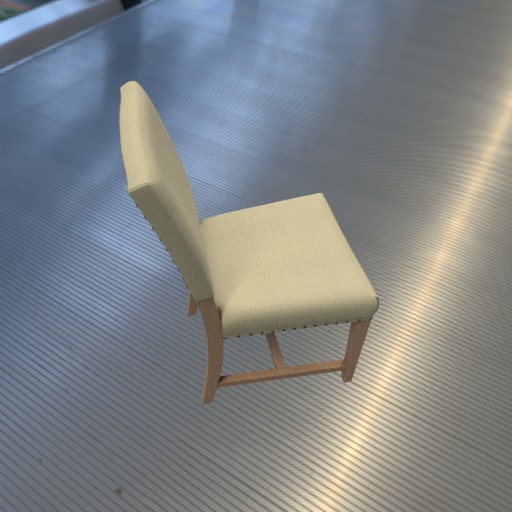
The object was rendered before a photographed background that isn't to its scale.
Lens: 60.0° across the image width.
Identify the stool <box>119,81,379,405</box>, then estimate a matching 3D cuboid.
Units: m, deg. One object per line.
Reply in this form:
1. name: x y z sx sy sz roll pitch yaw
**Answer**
1. stool: 0.000 0.000 1.378 0.623 0.986 0.508 -10 48 -9
